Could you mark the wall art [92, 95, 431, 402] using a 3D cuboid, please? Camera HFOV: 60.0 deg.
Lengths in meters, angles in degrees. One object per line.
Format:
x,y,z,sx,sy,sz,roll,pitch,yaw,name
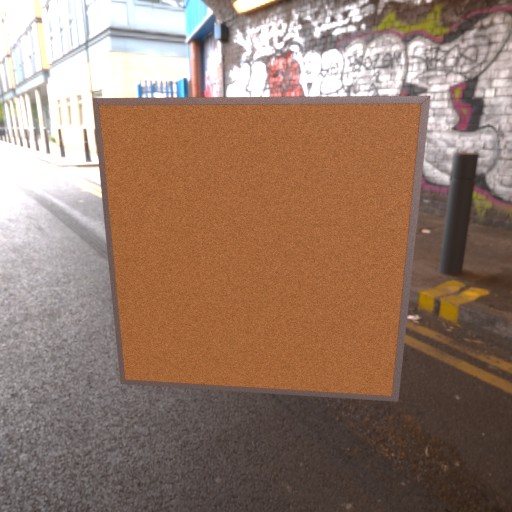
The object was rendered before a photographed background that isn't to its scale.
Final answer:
0.000,0.000,0.517,0.349,0.349,0.028,2,17,6,wall art
